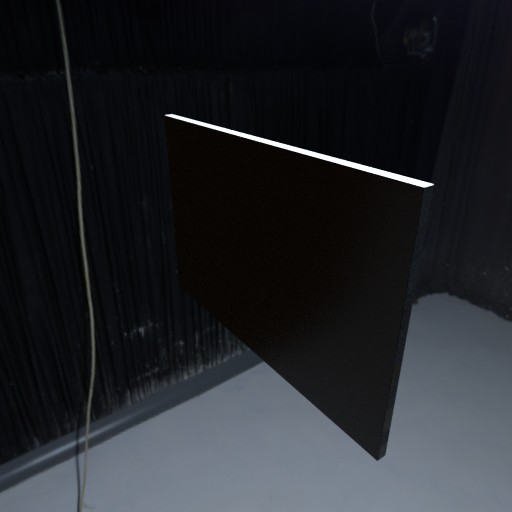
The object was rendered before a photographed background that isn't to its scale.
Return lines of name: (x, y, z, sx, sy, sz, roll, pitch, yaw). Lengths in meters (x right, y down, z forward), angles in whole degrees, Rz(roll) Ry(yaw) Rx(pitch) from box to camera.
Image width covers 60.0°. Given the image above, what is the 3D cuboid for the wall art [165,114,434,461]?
wall art: (0.000, 0.000, 1.170, 0.027, 0.610, 0.932, -17, 31, -32)
